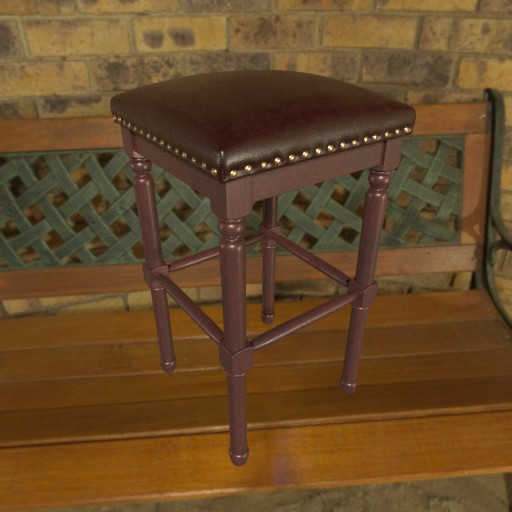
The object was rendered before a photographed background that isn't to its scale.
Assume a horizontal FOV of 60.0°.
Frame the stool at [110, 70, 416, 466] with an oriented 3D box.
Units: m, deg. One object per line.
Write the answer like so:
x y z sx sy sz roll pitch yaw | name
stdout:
0.000 0.000 0.912 0.382 0.702 0.383 -21 37 -30 | stool
